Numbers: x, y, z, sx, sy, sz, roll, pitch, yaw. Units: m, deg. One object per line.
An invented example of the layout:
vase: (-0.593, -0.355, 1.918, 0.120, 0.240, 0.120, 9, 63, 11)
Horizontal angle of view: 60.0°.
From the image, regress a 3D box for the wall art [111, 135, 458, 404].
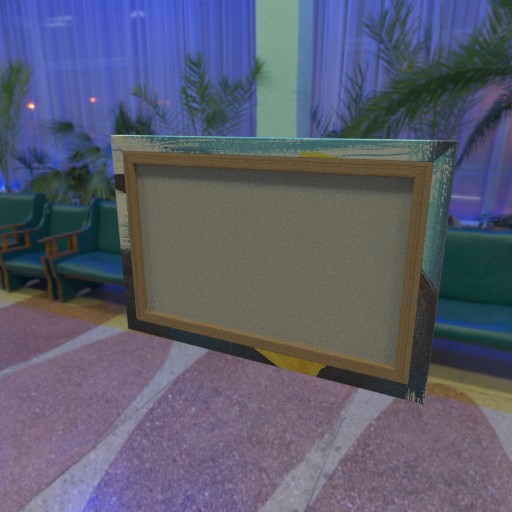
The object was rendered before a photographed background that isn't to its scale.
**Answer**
wall art: (0.000, 0.000, 1.181, 0.914, 0.610, 0.039, 8, 19, 25)
